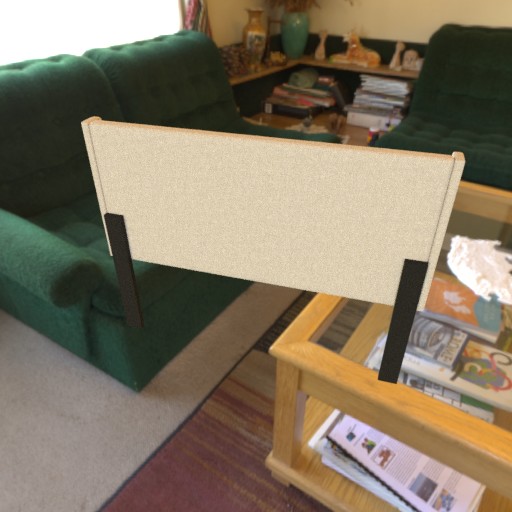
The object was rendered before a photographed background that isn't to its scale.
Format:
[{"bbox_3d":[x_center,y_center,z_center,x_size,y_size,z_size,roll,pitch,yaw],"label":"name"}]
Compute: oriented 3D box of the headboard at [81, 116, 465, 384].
[{"bbox_3d":[0.000,0.000,2.757,2.051,1.524,0.184,9,35,13],"label":"headboard"}]
